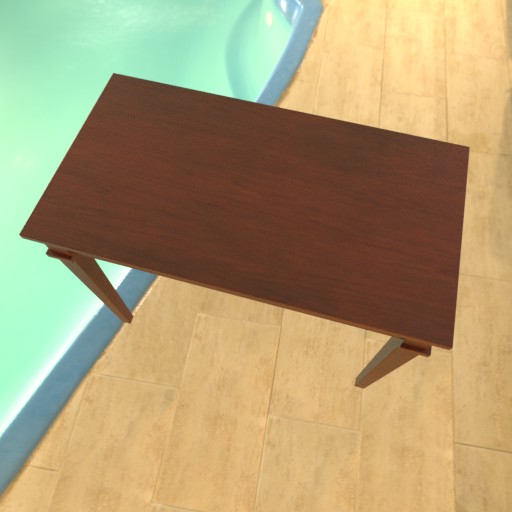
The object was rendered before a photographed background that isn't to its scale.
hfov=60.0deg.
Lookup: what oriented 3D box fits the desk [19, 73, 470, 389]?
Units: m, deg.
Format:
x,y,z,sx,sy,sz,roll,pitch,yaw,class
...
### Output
x,y,z,sx,sy,sz,roll,pitch,yaw,class
0.000,0.000,1.436,1.001,0.762,0.549,14,65,7,desk
